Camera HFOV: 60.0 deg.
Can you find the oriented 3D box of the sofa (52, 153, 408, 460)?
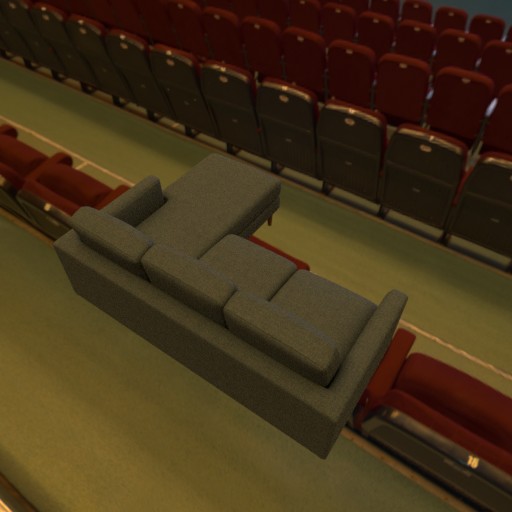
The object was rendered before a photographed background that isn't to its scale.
[{"bbox_3d":[0.000,0.000,3.067,2.055,0.957,1.667,27,52,23],"label":"sofa"}]
